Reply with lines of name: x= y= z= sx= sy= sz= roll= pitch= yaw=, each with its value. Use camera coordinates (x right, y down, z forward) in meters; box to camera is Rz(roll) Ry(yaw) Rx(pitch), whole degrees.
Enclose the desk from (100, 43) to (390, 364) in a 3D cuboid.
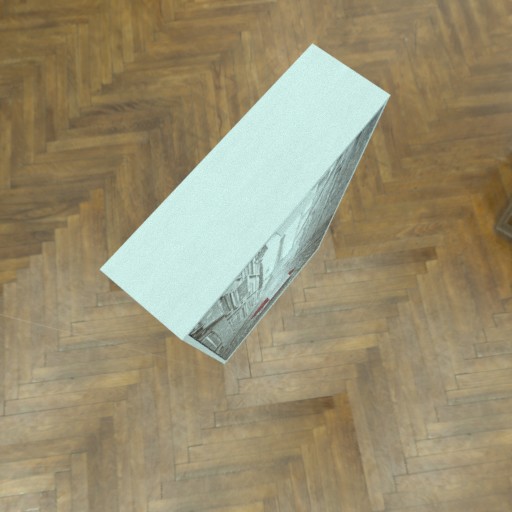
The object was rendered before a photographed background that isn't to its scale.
desk: x=0.000 y=0.000 z=1.620 sx=0.250 sy=1.280 sz=0.750 roll=38 pitch=78 yaw=10
